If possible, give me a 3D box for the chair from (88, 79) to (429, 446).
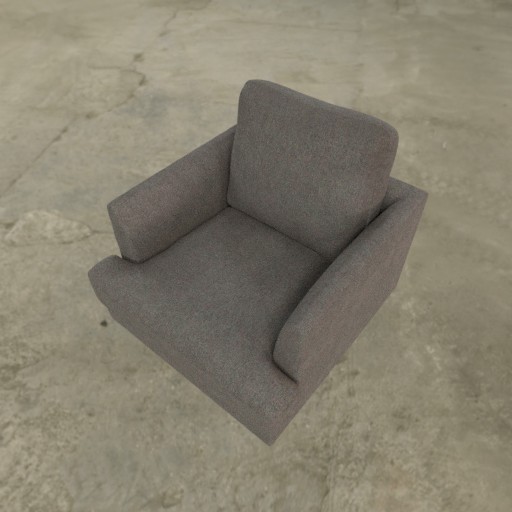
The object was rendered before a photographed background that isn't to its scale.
[{"bbox_3d":[0.000,0.000,1.608,0.858,0.957,0.899,31,54,26],"label":"chair"}]
